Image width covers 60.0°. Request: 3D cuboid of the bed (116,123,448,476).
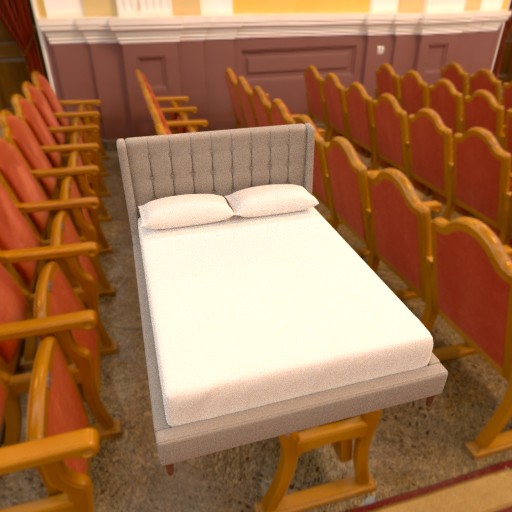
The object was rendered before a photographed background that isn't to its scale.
[{"bbox_3d":[0.000,0.000,3.091,1.656,1.147,2.232,-9,33,-14],"label":"bed"}]
